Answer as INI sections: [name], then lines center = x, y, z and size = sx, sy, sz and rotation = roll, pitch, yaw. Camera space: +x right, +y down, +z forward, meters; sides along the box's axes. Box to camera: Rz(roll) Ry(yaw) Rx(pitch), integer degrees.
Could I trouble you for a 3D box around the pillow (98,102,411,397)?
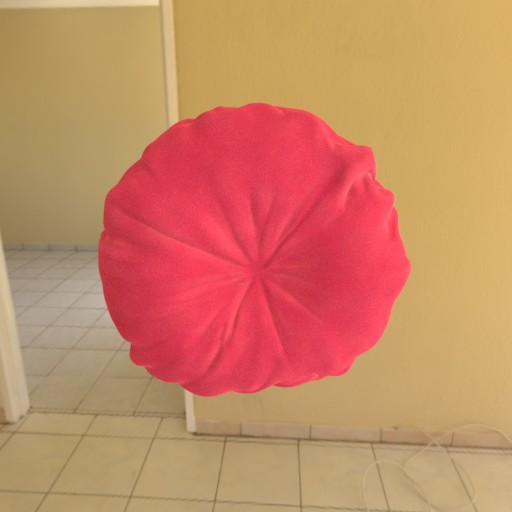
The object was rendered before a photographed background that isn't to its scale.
[pillow]
center = 0.000, 0.000, 0.623
size = 0.428, 0.407, 0.148
rotation = -2, 18, -6
